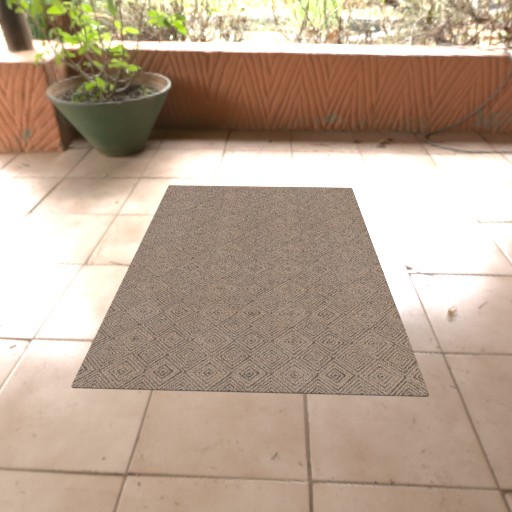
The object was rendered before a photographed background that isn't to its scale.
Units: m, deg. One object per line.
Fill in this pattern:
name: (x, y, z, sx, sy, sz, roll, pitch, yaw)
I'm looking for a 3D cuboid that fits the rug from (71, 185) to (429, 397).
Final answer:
rug: (0.000, 0.000, 2.908, 1.593, 0.008, 2.238, 1, 33, 1)
